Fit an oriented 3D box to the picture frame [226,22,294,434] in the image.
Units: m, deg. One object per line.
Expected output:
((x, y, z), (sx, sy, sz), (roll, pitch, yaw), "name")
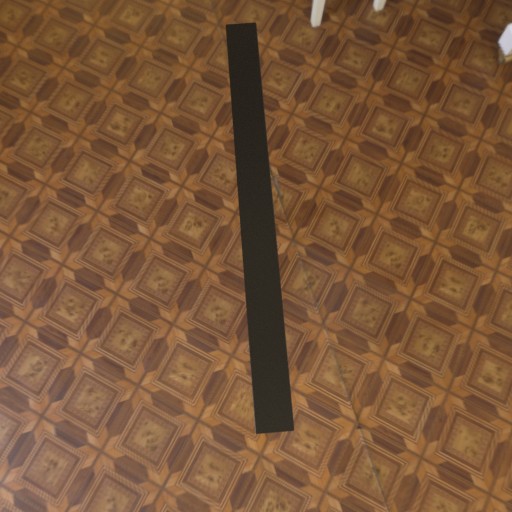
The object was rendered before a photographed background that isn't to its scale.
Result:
((0.000, 0.000, 0.537), (0.029, 0.353, 0.355), (-4, 76, -1), "picture frame")
